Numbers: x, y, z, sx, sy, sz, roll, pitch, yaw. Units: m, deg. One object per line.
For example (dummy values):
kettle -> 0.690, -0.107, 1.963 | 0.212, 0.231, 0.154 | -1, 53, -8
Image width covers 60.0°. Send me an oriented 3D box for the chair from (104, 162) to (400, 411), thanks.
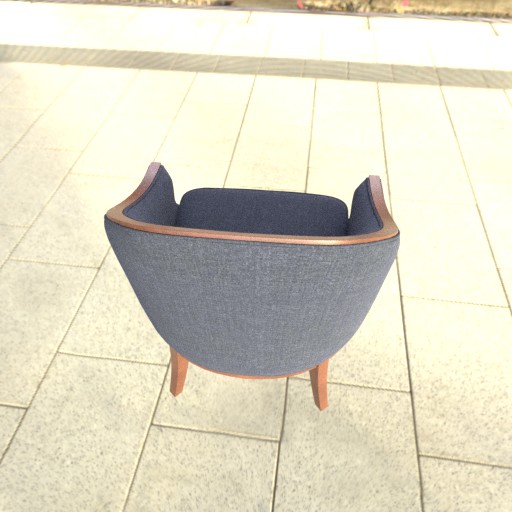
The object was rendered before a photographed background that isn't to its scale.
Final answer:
chair -> 0.000, 0.000, 1.446 | 0.803, 0.876, 0.735 | 4, 47, 4
